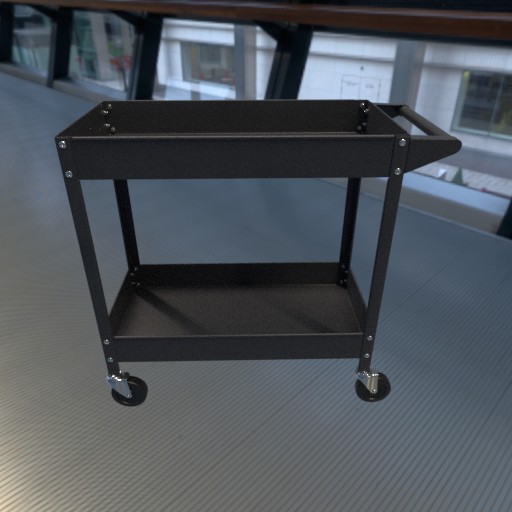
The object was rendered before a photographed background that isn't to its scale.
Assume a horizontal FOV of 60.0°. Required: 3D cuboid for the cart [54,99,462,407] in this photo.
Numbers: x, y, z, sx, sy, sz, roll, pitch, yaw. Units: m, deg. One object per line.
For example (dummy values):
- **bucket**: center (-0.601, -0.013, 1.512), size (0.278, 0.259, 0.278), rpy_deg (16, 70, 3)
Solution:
- **cart**: center (0.000, 0.000, 1.155), size (0.779, 0.719, 0.366), rpy_deg (-1, 30, -1)
